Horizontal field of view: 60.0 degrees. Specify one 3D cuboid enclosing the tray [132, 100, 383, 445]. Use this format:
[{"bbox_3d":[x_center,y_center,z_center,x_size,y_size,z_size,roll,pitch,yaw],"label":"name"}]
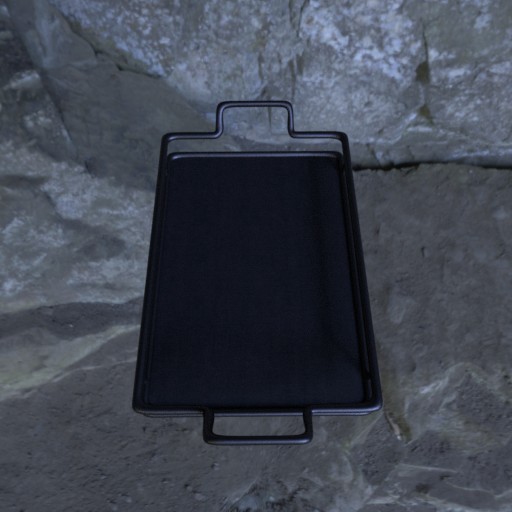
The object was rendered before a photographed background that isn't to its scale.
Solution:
[{"bbox_3d":[0.000,0.000,0.621,0.297,0.101,0.495,0,63,0],"label":"tray"}]
